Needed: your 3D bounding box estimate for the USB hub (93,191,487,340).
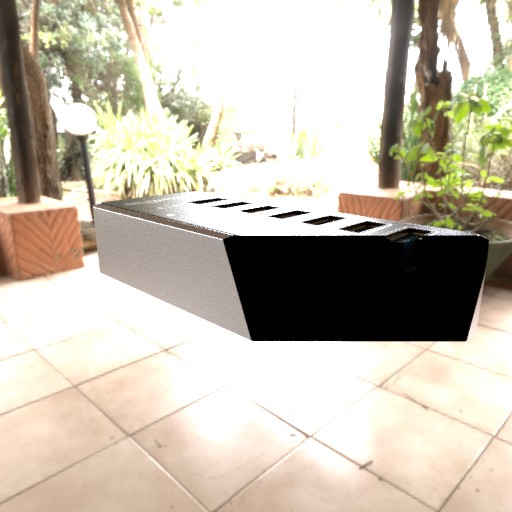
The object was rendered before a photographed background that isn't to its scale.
[{"bbox_3d":[0.000,0.000,0.125,0.110,0.023,0.044,15,22,42],"label":"USB hub"}]
